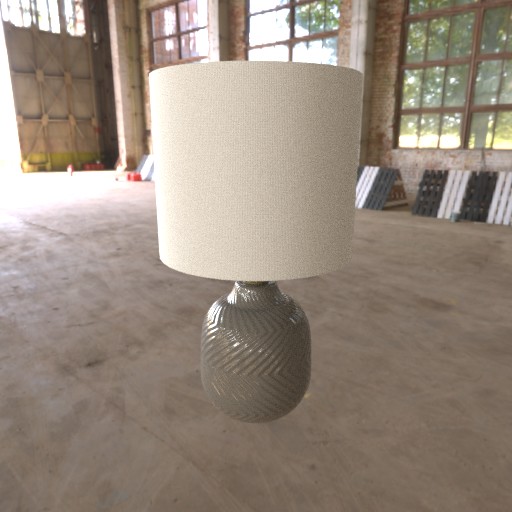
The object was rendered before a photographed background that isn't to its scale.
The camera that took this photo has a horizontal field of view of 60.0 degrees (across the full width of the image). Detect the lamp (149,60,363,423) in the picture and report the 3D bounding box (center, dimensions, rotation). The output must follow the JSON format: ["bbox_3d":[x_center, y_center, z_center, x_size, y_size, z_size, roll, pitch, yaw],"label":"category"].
[{"bbox_3d":[0.000,0.000,0.486,0.207,0.366,0.207,-8,17,-26],"label":"lamp"}]
